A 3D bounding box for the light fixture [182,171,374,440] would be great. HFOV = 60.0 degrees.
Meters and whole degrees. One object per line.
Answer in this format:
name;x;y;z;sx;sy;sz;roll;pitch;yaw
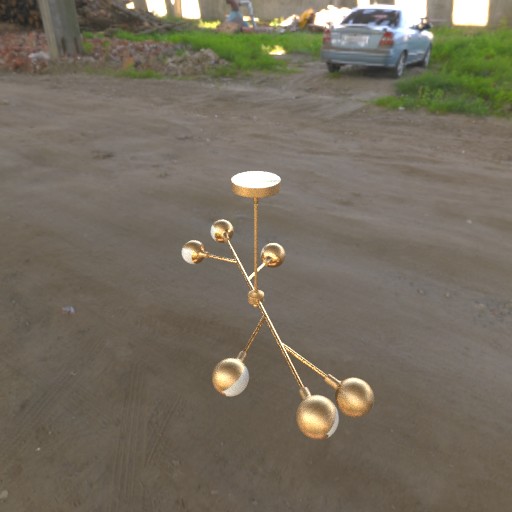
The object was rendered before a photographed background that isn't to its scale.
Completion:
light fixture;0.000;0.000;0.999;0.434;0.362;0.778;0;30;0
